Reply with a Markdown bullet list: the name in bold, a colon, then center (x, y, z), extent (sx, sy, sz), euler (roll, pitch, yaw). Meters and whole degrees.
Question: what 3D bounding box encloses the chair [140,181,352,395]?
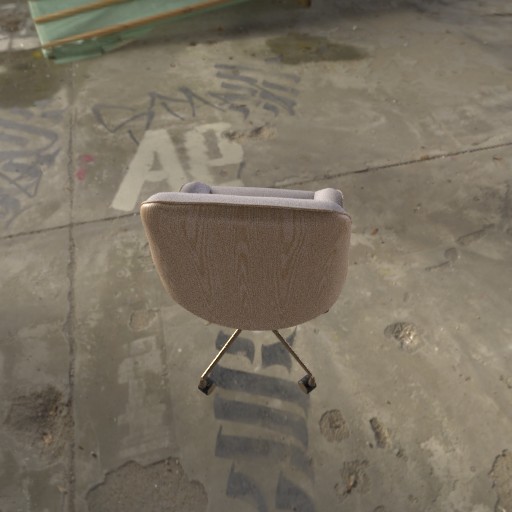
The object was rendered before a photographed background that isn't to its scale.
- **chair**: center (0.000, 0.000, 1.361), extent (0.564, 0.952, 0.668), euler (3, 48, 3)
